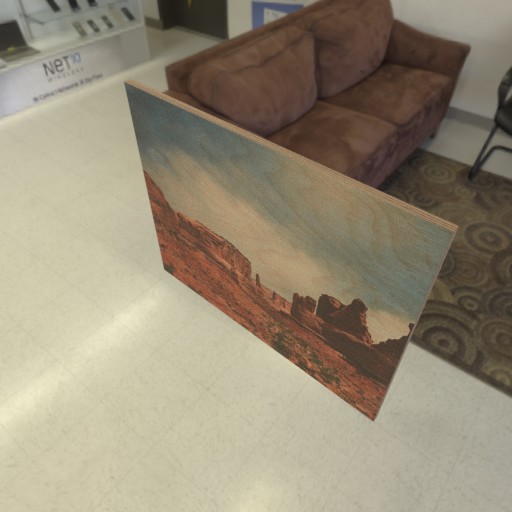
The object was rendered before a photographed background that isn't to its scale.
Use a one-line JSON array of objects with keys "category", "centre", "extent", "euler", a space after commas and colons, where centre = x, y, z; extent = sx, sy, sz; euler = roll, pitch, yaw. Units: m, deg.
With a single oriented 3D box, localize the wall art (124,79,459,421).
[{"category": "wall art", "centre": [0.000, 0.000, 0.685], "extent": [0.508, 0.406, 0.013], "euler": [32, 53, 28]}]
